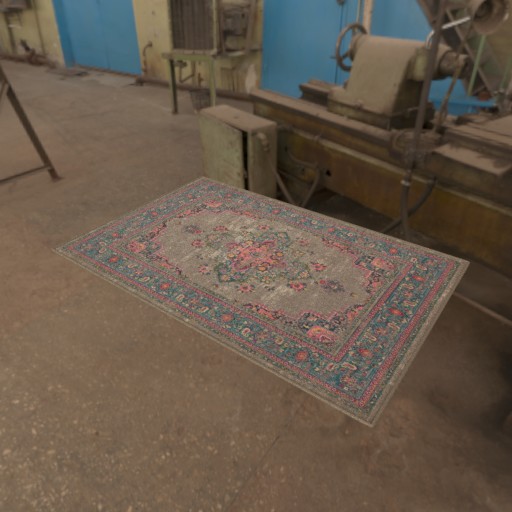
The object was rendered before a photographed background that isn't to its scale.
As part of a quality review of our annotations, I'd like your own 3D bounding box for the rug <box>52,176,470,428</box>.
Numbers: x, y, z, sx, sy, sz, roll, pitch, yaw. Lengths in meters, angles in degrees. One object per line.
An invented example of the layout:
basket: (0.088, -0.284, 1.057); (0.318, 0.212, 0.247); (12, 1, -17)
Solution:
rug: (0.000, 0.000, 2.201); (1.748, 0.014, 1.144); (22, 40, 30)
